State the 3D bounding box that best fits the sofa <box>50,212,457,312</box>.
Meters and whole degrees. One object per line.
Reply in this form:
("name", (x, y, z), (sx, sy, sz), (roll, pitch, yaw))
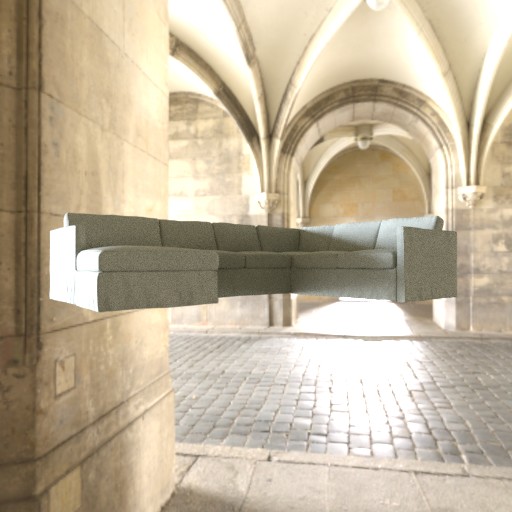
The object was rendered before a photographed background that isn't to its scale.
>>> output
("sofa", (0.000, 0.000, 4.515), (3.434, 0.869, 2.440), (1, -1, -37))
